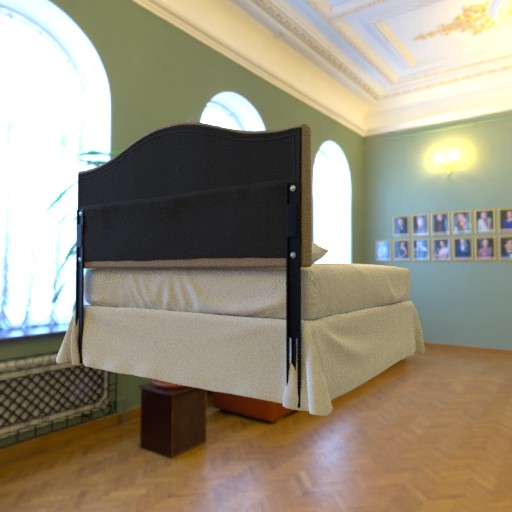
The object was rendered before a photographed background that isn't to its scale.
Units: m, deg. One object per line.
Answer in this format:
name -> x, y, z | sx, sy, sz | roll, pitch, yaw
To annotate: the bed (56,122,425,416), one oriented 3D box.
bed -> 0.000, 0.000, 3.684 | 2.311, 1.651, 2.222 | -1, -2, 35
